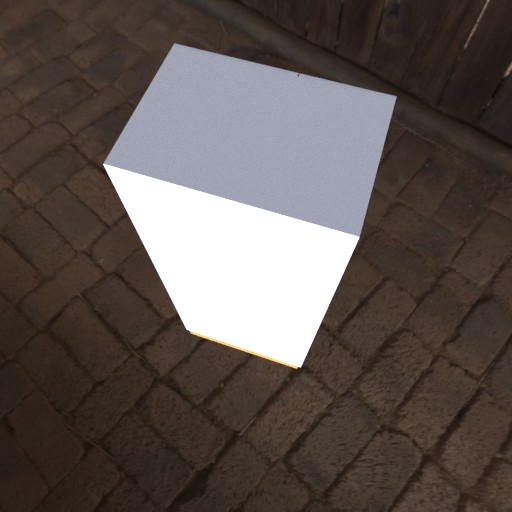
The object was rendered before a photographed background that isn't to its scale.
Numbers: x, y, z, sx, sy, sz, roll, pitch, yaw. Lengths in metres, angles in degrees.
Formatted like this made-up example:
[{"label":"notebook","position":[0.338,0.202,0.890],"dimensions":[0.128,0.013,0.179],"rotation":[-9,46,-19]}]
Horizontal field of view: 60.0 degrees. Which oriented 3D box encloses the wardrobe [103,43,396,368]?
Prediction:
[{"label":"wardrobe","position":[0.000,0.000,2.444],"dimensions":[0.860,2.040,0.600],"rotation":[17,66,8]}]
